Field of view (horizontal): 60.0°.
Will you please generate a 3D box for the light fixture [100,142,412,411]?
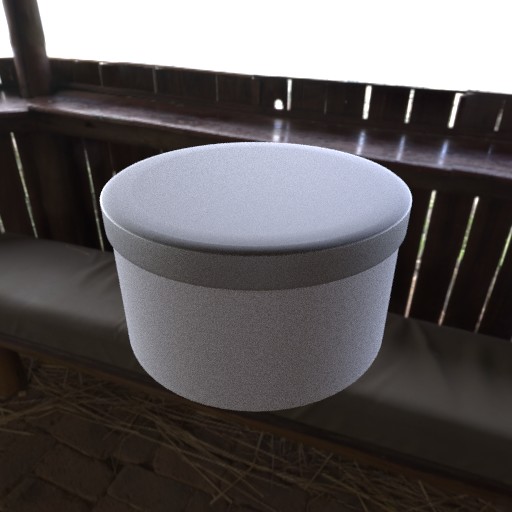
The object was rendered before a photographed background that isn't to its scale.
[{"bbox_3d":[0.000,0.000,0.639,0.393,0.229,0.393,0,29,0],"label":"light fixture"}]
